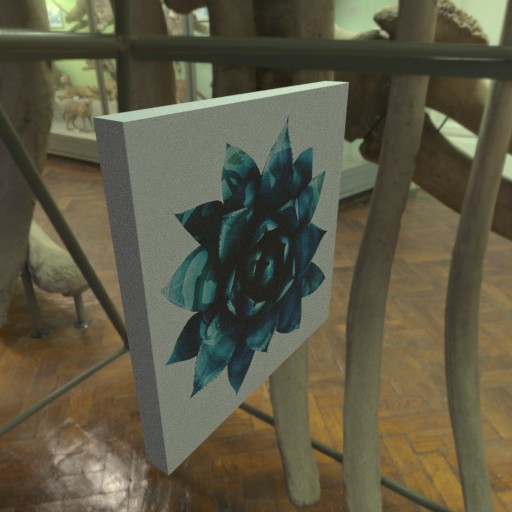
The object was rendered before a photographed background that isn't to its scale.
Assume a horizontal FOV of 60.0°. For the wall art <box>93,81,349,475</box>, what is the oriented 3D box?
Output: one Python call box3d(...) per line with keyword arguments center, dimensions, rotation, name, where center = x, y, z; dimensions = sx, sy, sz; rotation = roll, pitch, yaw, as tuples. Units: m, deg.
box3d(center=(0.000, 0.000, 0.592), dimensions=(0.038, 0.406, 0.406), rotation=(18, 31, 32), name="wall art")
